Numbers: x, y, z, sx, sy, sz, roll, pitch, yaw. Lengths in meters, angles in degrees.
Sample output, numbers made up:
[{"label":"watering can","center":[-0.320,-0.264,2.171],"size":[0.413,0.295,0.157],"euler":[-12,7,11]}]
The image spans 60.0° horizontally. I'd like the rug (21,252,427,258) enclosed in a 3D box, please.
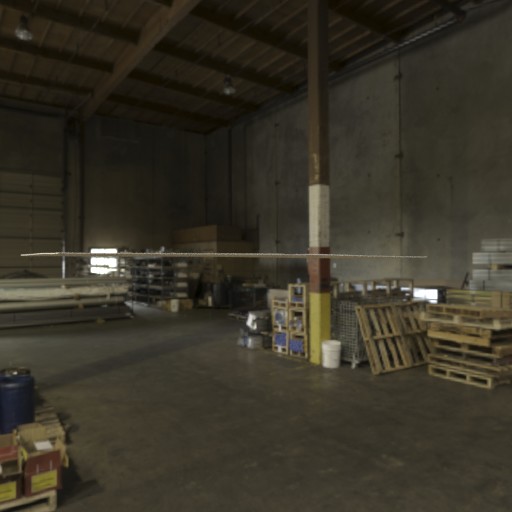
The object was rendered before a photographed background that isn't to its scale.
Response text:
[{"label":"rug","center":[0.000,0.000,2.635],"size":[2.390,0.014,0.741],"euler":[1,-1,-36]}]
